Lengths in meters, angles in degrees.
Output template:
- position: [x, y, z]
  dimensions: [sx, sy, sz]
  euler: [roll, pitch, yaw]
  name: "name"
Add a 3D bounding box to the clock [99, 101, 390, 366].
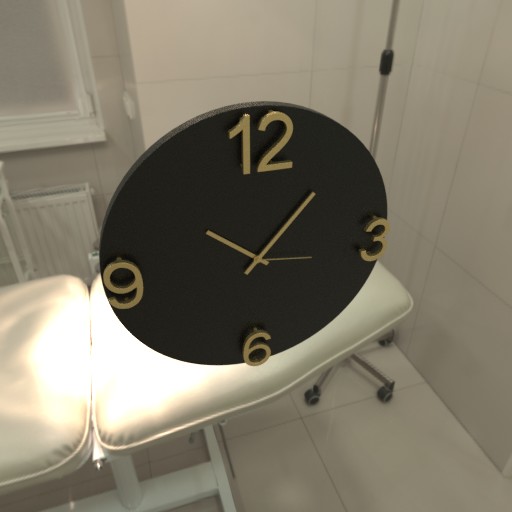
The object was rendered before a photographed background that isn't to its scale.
- position: [0.000, 0.000, 0.681]
  dimensions: [0.454, 0.454, 0.038]
  euler: [-10, 35, -15]
  name: "clock"
